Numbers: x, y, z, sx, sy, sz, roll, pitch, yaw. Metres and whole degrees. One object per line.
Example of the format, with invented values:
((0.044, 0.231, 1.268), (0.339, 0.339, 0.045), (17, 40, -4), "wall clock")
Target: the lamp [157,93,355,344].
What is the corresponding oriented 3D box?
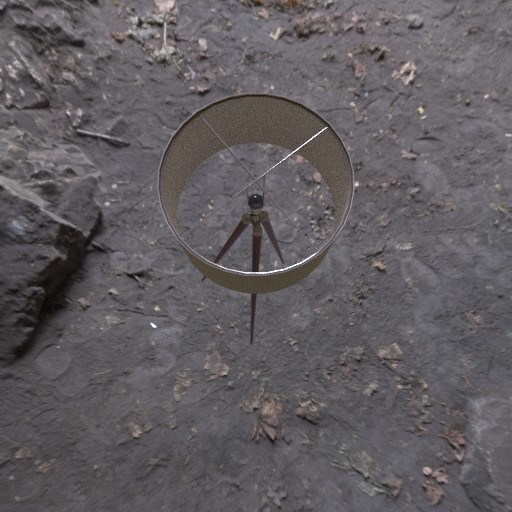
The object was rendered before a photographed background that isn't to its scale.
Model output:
((0.000, 0.000, 1.838), (0.483, 1.553, 0.483), (-38, 79, -9), "lamp")
